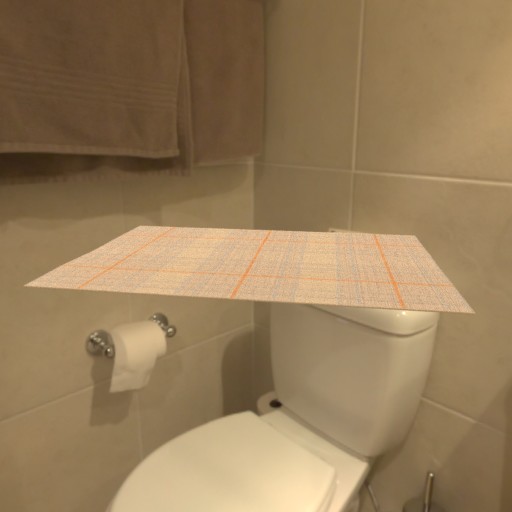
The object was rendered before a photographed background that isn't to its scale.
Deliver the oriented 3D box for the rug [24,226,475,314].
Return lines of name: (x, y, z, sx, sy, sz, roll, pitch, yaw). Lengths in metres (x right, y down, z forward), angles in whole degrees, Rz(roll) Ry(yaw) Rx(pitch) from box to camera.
rug: (0.000, 0.000, 2.342, 1.825, 0.015, 1.232, 3, 16, 9)
